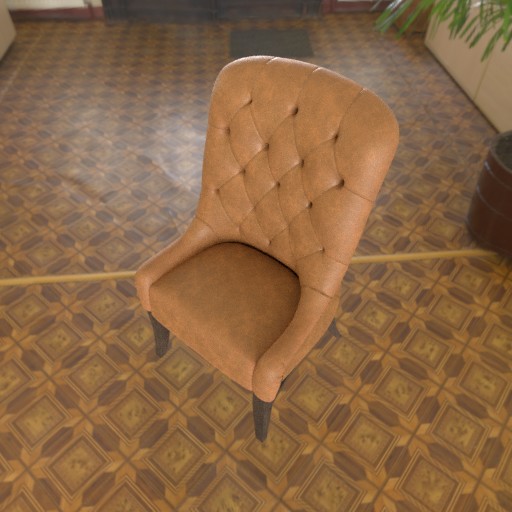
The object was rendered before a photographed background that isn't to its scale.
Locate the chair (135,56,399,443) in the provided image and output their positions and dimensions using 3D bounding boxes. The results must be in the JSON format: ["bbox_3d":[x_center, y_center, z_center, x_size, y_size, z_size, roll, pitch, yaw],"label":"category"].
[{"bbox_3d":[0.000,0.000,1.497,0.634,1.091,0.629,31,55,26],"label":"chair"}]
